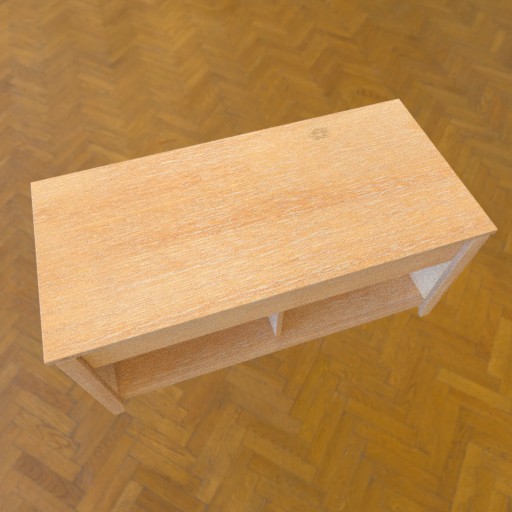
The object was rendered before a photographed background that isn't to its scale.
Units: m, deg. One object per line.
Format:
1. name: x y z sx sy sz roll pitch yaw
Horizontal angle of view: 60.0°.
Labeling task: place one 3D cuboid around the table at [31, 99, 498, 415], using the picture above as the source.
1. table: 0.000 0.000 1.252 1.016 0.457 0.483 -15 59 -10
